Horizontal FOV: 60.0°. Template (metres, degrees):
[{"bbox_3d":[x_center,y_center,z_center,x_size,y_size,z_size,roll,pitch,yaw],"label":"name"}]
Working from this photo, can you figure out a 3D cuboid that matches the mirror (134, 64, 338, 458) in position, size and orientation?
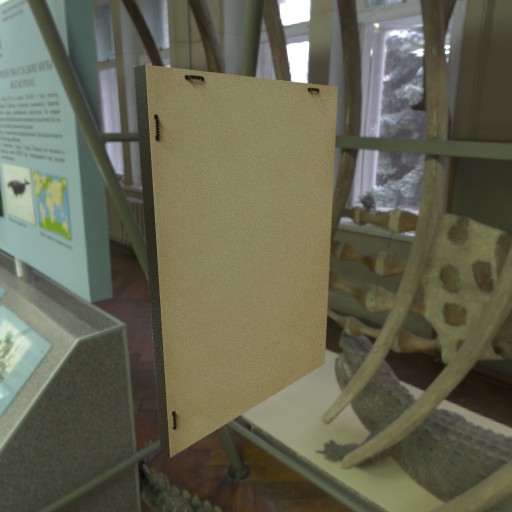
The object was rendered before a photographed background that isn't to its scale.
[{"bbox_3d":[0.000,0.000,0.950,0.039,0.710,0.507,15,22,42],"label":"mirror"}]
